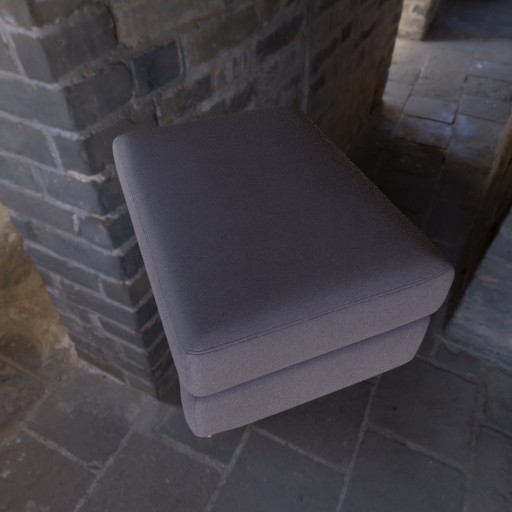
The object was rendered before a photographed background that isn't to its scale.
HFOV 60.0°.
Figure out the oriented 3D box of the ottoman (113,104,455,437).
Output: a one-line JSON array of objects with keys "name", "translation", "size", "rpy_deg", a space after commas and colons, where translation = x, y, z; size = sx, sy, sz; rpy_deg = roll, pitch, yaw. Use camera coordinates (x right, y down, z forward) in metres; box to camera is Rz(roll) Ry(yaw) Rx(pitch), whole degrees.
[{"name": "ottoman", "translation": [0.000, 0.000, 1.165], "size": [0.574, 0.497, 0.773], "rpy_deg": [-16, 47, -15]}]
